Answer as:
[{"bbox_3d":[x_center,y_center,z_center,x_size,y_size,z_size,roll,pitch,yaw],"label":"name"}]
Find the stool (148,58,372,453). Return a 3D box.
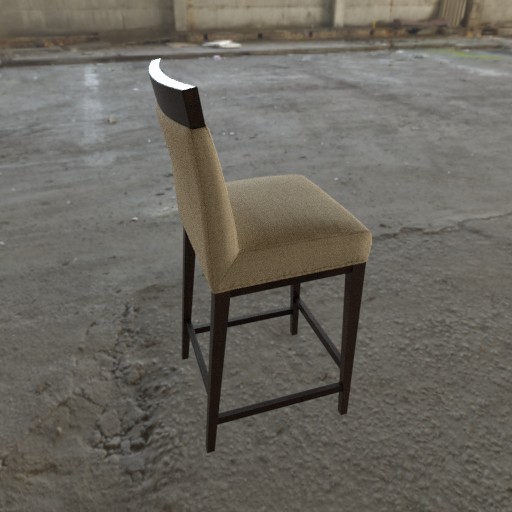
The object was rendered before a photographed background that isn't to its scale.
[{"bbox_3d":[0.000,0.000,1.408,0.531,1.117,0.511,-9,31,-16],"label":"stool"}]
